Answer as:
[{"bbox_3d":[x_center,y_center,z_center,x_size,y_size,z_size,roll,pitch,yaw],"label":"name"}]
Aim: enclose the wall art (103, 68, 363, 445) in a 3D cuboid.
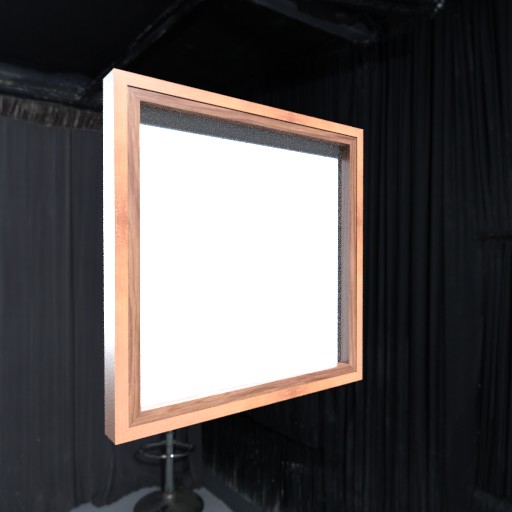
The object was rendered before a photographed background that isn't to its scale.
[{"bbox_3d":[0.000,0.000,0.608,0.403,0.403,0.035,-1,1,-37],"label":"wall art"}]
